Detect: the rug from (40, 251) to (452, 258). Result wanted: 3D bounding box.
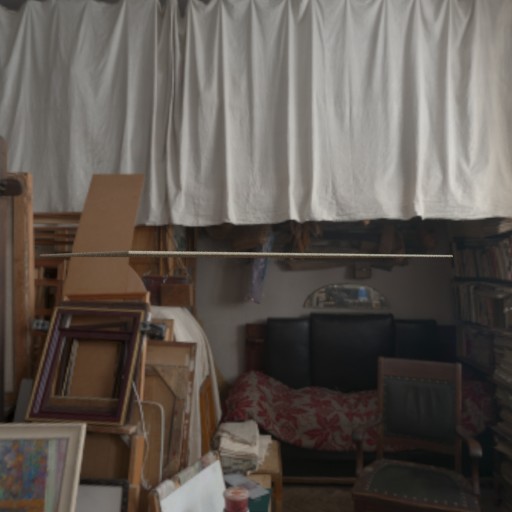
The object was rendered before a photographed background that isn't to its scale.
[{"bbox_3d":[0.000,0.000,3.062,2.441,0.014,1.531,0,-1,-38],"label":"rug"}]
